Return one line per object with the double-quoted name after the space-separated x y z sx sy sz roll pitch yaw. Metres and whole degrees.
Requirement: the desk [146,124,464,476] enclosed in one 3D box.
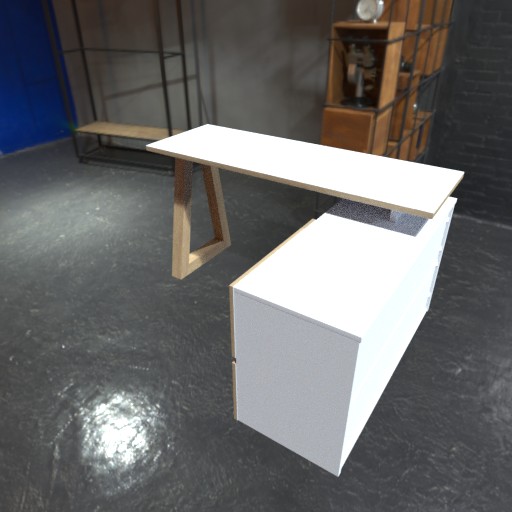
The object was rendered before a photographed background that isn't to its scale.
0.000 0.000 2.027 1.404 0.755 1.098 19 36 28 "desk"
